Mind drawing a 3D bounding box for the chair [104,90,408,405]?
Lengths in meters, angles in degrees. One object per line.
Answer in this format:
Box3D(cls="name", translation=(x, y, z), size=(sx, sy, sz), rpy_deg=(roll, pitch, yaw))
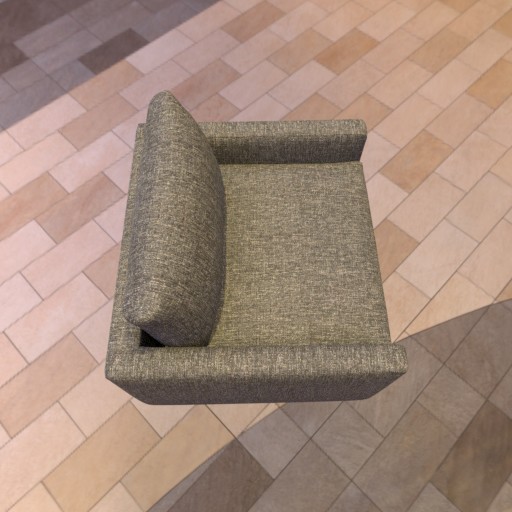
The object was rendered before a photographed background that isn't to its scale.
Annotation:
Box3D(cls="chair", translation=(0.000, 0.000, 1.597), size=(0.866, 0.861, 0.963), rpy_deg=(-1, 63, -1))
